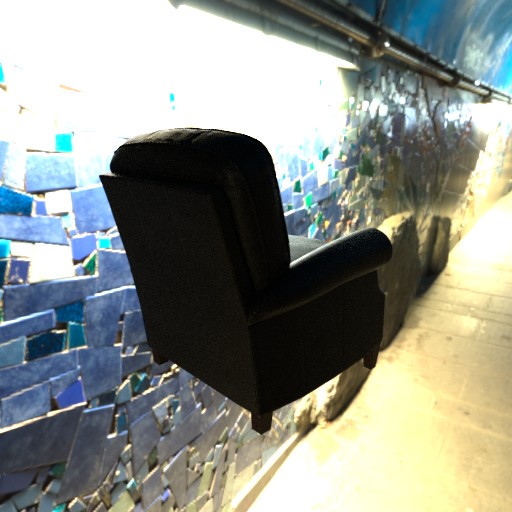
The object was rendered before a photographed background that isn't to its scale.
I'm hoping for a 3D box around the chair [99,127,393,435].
[{"bbox_3d":[0.000,0.000,1.829,0.986,1.018,0.936,-15,21,-42],"label":"chair"}]
